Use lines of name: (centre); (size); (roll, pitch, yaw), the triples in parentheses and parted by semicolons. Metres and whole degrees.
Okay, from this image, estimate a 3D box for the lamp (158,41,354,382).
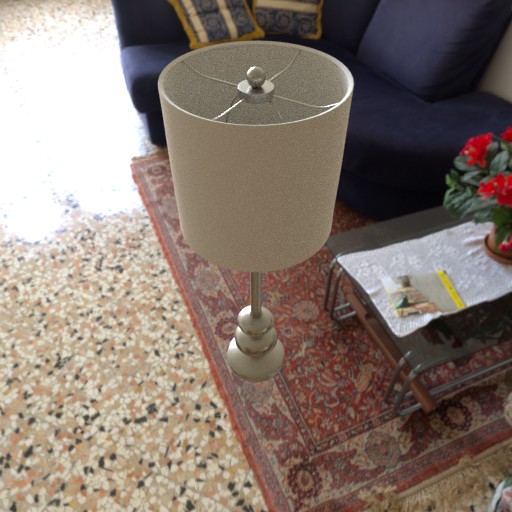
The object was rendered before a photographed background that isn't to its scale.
lamp: (0.000, 0.000, 0.815); (0.254, 0.690, 0.254); (24, 50, 22)
